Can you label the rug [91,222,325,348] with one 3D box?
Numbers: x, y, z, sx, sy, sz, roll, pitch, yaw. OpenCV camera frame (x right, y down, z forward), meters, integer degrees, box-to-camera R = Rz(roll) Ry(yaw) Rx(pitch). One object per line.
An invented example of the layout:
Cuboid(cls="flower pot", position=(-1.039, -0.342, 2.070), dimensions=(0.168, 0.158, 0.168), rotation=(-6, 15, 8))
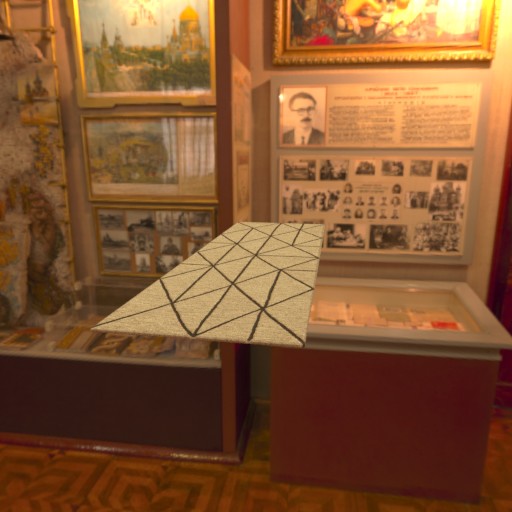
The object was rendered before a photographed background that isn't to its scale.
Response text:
Cuboid(cls="rug", position=(0.000, 0.000, 2.677), dimensions=(0.762, 0.012, 2.438), rotation=(2, 14, 10))
